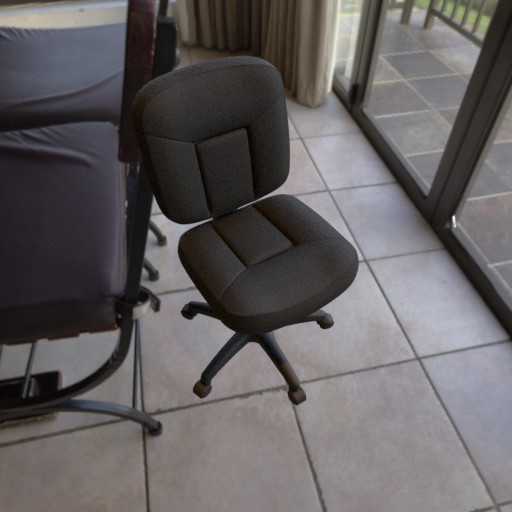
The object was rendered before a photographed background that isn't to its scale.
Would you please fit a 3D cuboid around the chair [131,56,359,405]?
[{"bbox_3d":[0.000,0.000,1.356,0.610,0.972,0.610,-24,52,-21],"label":"chair"}]
